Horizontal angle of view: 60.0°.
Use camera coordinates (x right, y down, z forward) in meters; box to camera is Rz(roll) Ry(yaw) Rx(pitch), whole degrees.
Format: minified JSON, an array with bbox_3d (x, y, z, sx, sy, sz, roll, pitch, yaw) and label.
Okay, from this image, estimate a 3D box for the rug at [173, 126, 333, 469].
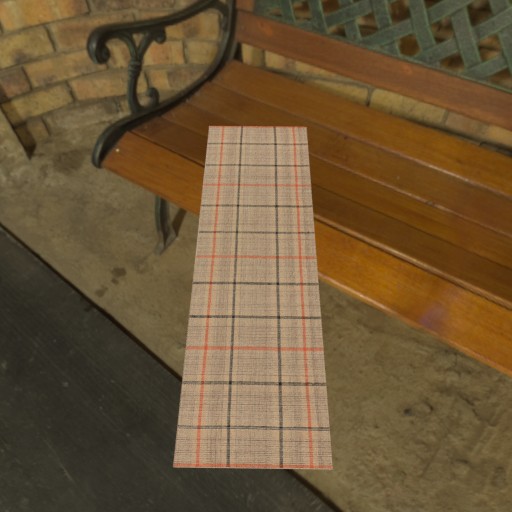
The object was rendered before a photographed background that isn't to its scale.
[{"bbox_3d":[0.000,0.000,2.795,0.762,0.008,2.439,1,56,0],"label":"rug"}]
